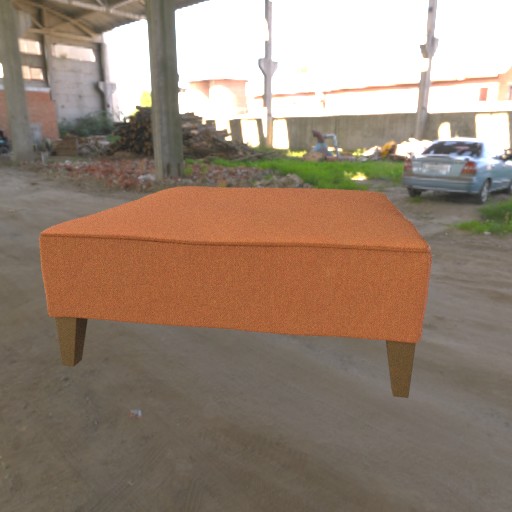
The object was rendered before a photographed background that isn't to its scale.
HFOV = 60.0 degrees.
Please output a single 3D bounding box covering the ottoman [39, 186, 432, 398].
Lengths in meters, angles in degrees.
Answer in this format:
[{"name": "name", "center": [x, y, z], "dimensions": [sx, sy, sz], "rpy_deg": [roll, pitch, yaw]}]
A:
[{"name": "ottoman", "center": [0.000, 0.000, 1.575], "dimensions": [0.999, 0.438, 0.997], "rpy_deg": [3, 15, 10]}]
